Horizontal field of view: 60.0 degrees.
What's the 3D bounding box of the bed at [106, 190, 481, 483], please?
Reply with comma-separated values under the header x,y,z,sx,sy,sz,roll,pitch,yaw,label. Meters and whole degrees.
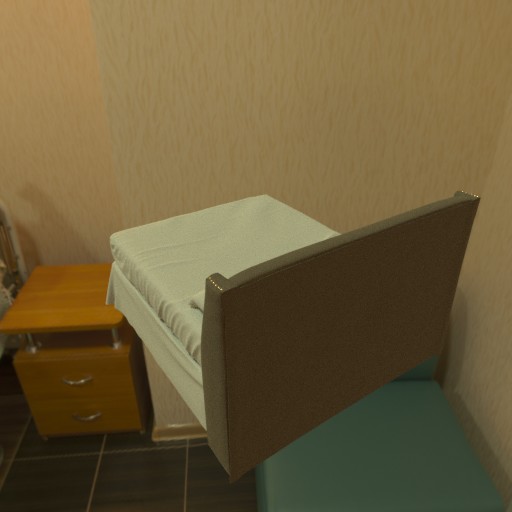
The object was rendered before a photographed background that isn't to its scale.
x,y,z,sx,sy,sz,roll,pitch,yaw,label
0.000,0.000,3.433,1.925,1.332,2.276,-18,34,-30,bed
